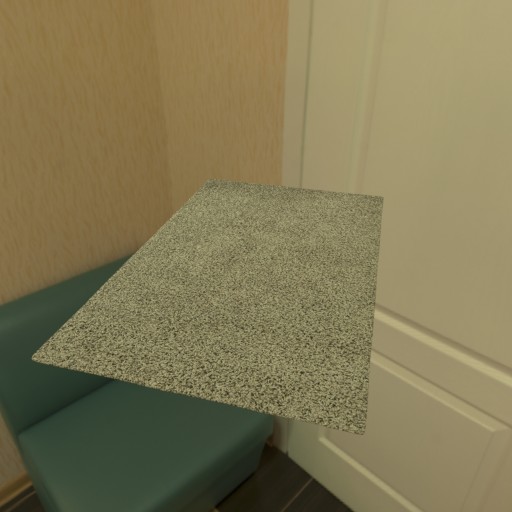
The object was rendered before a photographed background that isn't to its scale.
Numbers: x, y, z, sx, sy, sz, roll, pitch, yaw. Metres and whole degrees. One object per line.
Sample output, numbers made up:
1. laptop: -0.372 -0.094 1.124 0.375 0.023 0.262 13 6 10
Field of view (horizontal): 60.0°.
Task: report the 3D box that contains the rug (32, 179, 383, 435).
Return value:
1. rug: 0.000 0.000 3.326 1.778 0.030 2.743 8 32 13
